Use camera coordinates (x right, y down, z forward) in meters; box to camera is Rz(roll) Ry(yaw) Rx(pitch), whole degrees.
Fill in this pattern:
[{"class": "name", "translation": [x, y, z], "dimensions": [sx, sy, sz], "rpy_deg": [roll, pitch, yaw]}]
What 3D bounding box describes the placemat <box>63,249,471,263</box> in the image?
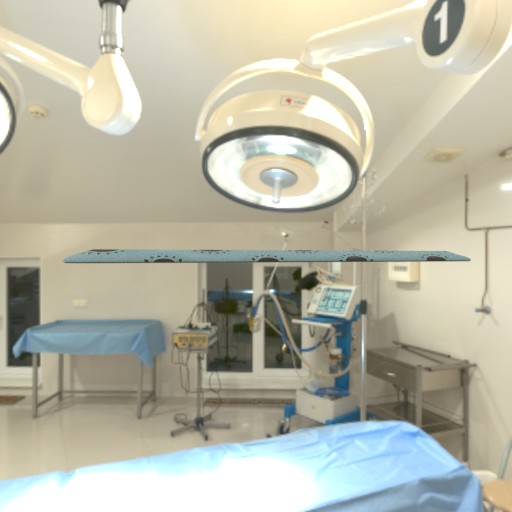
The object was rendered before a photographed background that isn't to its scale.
[{"class": "placemat", "translation": [0.000, 0.000, 0.991], "dimensions": [0.762, 0.021, 0.508], "rpy_deg": [0, 0, -19]}]
